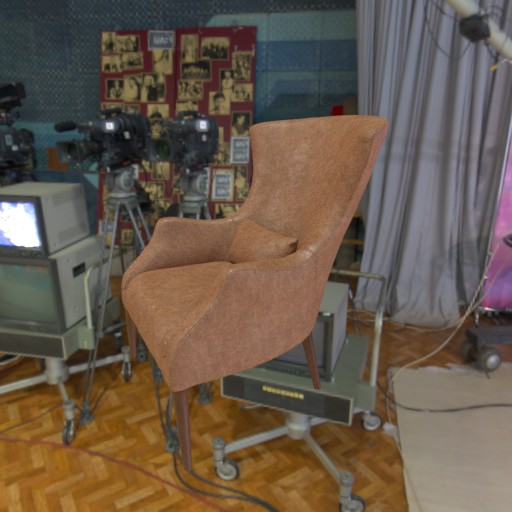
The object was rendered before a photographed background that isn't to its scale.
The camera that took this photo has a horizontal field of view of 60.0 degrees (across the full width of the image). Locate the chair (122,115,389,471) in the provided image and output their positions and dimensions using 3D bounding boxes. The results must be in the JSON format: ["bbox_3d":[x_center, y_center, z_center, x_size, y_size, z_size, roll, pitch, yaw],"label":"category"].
[{"bbox_3d":[0.000,0.000,1.763,0.955,1.067,0.846,-9,20,-26],"label":"chair"}]
